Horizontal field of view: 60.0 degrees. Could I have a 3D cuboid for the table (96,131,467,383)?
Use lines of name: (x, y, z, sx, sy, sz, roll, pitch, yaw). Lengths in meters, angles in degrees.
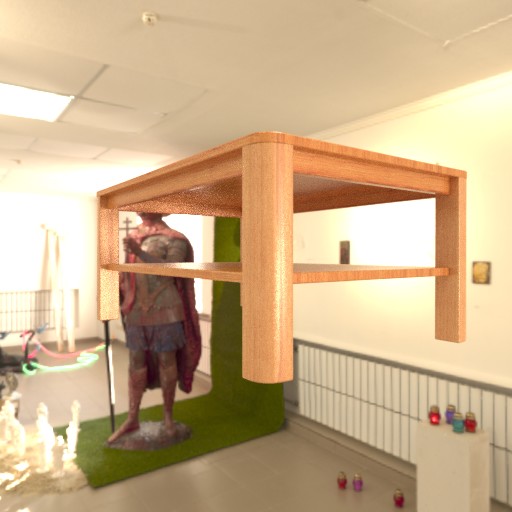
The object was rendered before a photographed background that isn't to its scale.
table: (0.000, 0.000, 1.370, 0.696, 0.445, 0.997, 0, 0, -36)
